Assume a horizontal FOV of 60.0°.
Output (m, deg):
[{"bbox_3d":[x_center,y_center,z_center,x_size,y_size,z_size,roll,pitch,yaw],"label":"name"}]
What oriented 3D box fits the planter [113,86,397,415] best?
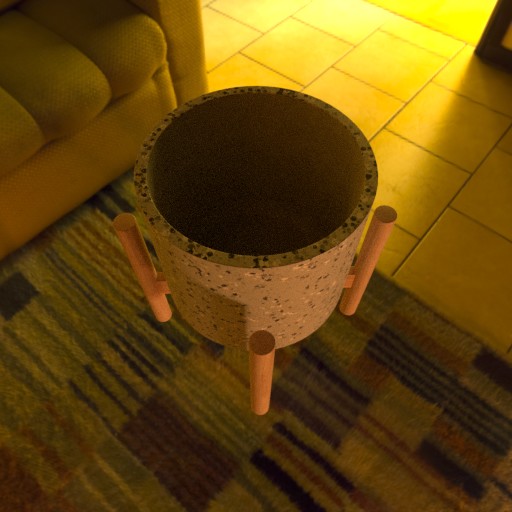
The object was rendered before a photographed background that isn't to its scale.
[{"bbox_3d":[0.000,0.000,0.542,0.284,0.320,0.284,17,60,11],"label":"planter"}]
